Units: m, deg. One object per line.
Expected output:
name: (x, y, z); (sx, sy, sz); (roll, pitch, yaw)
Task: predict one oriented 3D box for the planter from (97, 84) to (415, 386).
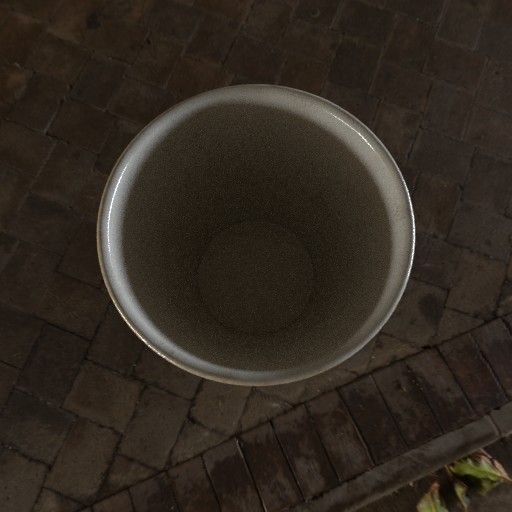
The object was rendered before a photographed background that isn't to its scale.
planter: (0.000, 0.000, 0.348); (0.193, 0.165, 0.193); (0, 75, 0)
